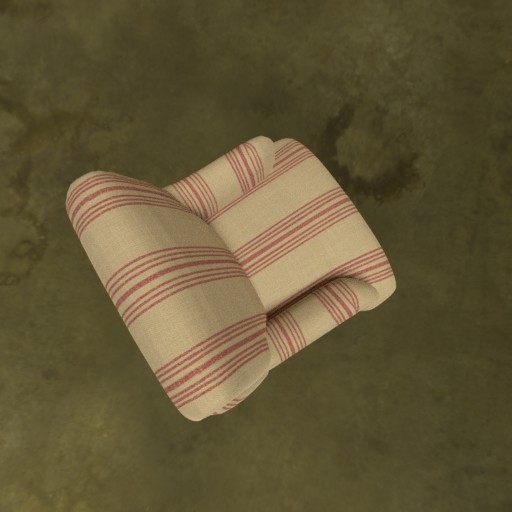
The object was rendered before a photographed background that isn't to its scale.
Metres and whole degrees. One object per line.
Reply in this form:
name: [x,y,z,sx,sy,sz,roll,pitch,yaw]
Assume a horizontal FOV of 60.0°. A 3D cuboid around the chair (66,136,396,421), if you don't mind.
chair: [0.000,0.000,1.930,1.058,1.123,0.933,-32,79,-7]
